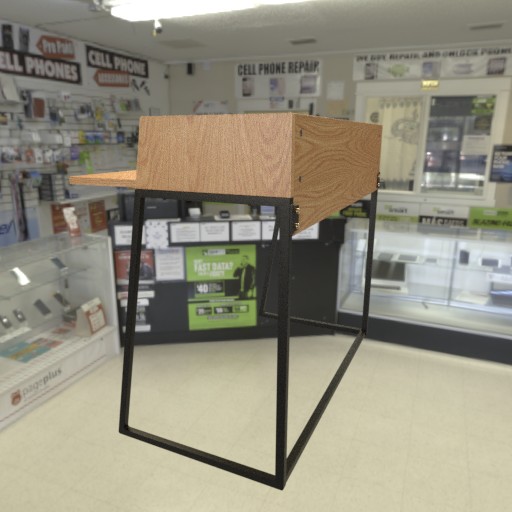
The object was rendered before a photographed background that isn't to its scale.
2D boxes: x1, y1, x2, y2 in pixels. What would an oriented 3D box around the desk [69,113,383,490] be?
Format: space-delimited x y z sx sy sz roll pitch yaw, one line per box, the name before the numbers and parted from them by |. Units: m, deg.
desk | 0.000 0.000 1.838 0.769 1.061 1.191 7 17 24
